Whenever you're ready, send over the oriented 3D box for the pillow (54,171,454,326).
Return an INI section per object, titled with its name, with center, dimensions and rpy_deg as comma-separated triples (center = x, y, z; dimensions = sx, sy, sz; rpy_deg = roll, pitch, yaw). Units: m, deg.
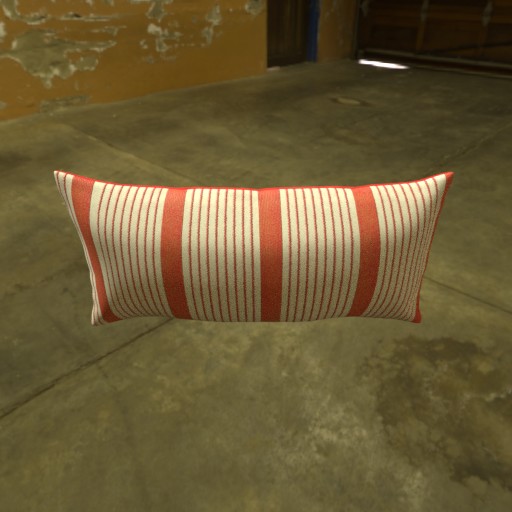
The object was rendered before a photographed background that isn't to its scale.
[pillow]
center = 0.000, 0.000, 0.742
dimensions = 0.608, 0.297, 0.151
rpy_deg = 0, 31, 0
